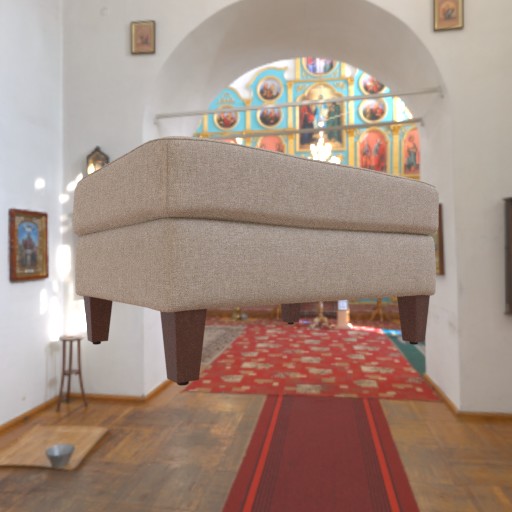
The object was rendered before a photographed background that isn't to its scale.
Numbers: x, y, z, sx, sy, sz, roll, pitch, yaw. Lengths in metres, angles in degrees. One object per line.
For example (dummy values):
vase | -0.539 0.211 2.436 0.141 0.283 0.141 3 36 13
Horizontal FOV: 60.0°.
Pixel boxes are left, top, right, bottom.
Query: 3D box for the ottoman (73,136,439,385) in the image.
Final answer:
ottoman | 0.000 0.000 1.308 0.898 0.519 0.677 1 -2 -36
